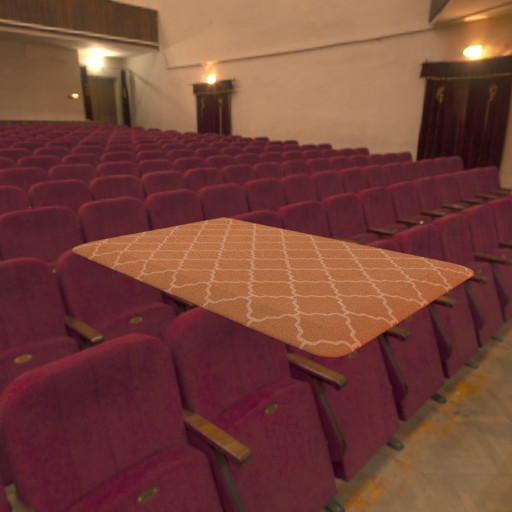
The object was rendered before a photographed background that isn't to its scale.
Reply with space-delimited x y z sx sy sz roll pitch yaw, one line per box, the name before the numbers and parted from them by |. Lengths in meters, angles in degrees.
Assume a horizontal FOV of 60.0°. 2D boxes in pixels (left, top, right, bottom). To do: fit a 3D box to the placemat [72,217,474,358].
placemat | 0.000 0.000 0.969 0.762 0.021 0.508 15 22 42
